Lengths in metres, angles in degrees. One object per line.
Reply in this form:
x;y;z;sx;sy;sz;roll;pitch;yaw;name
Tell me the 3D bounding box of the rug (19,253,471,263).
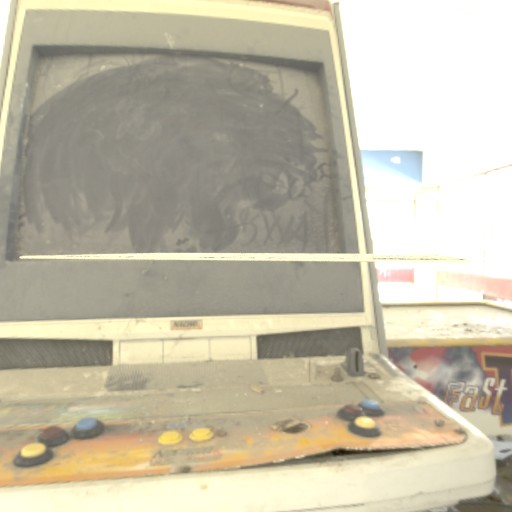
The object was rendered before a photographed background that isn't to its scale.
0.000;0.000;2.270;1.831;0.012;1.213;0;1;18;rug
